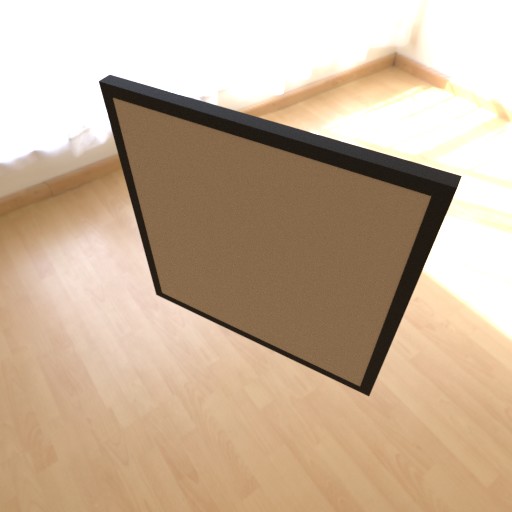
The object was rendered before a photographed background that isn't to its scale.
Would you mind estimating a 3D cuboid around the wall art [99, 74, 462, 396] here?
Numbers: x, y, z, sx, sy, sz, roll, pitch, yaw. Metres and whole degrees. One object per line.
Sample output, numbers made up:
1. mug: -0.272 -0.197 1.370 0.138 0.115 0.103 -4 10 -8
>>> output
1. wall art: 0.000 0.000 0.453 0.306 0.304 0.015 22 51 19
